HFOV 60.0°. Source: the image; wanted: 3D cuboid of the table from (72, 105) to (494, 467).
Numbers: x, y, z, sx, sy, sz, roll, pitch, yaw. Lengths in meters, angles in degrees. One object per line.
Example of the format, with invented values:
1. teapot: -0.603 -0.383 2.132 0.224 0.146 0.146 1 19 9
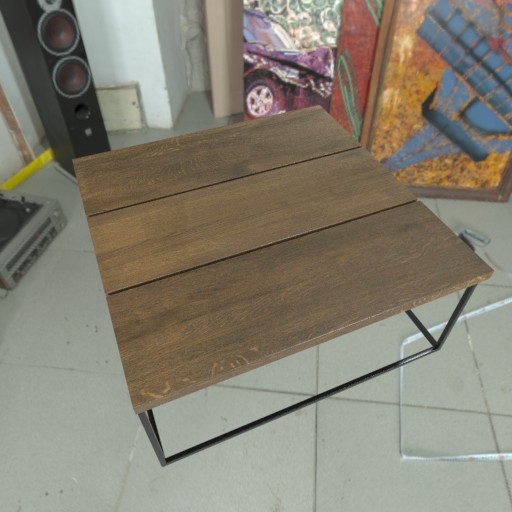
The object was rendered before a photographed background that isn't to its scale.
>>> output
1. table: 0.000 0.000 1.405 0.900 0.400 0.900 -17 49 -16
